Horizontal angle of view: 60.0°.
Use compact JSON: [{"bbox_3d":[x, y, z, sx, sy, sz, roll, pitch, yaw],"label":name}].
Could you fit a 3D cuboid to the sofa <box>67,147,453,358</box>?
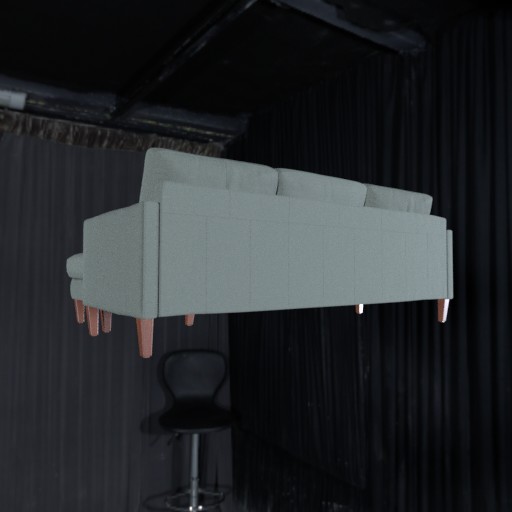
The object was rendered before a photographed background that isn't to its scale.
[{"bbox_3d":[0.000,0.000,2.924,2.178,0.876,1.506,1,-2,-36],"label":"sofa"}]
